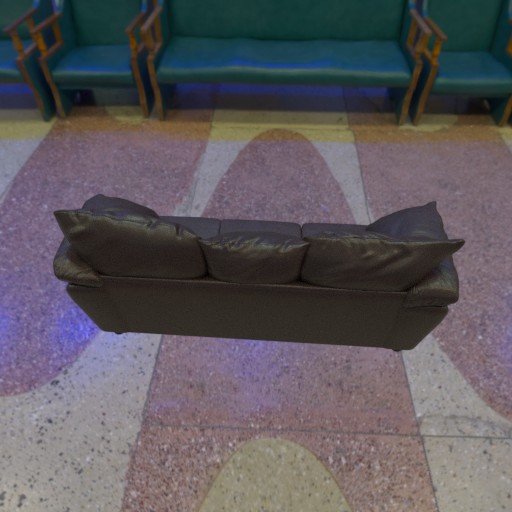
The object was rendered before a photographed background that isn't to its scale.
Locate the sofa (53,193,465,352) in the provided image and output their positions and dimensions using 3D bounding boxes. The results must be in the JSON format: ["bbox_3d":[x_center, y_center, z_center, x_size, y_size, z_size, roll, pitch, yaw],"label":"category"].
[{"bbox_3d":[0.000,0.000,2.887,2.390,1.091,0.907,3,46,3],"label":"sofa"}]
